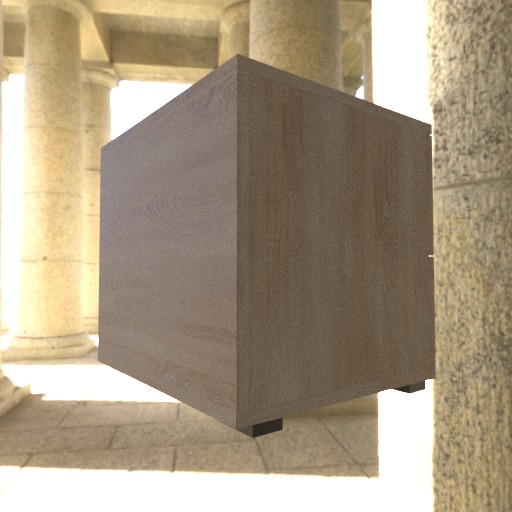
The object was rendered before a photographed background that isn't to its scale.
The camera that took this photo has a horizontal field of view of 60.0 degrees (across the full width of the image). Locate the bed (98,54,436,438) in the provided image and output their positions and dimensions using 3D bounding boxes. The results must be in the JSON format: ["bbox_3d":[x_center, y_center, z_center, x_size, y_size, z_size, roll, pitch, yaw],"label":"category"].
[{"bbox_3d":[0.000,0.000,0.780,0.401,0.420,0.460,2,-3,-37],"label":"bed"}]
